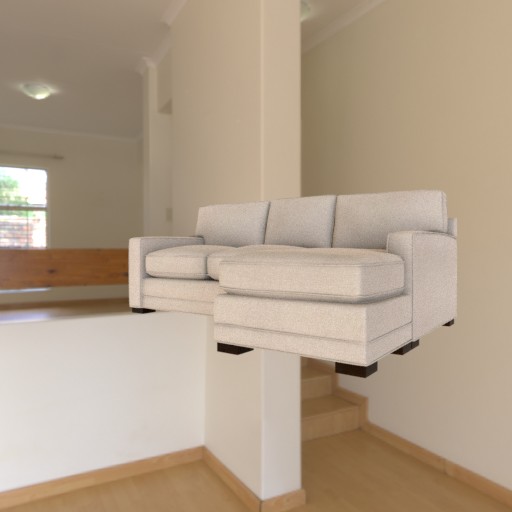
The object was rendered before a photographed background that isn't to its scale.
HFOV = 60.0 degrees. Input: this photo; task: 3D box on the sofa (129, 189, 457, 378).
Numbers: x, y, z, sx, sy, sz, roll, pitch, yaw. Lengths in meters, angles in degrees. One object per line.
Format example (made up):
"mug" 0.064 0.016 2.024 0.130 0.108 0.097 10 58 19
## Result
"sofa" 0.000 0.000 2.820 2.087 0.861 1.496 1 1 36
